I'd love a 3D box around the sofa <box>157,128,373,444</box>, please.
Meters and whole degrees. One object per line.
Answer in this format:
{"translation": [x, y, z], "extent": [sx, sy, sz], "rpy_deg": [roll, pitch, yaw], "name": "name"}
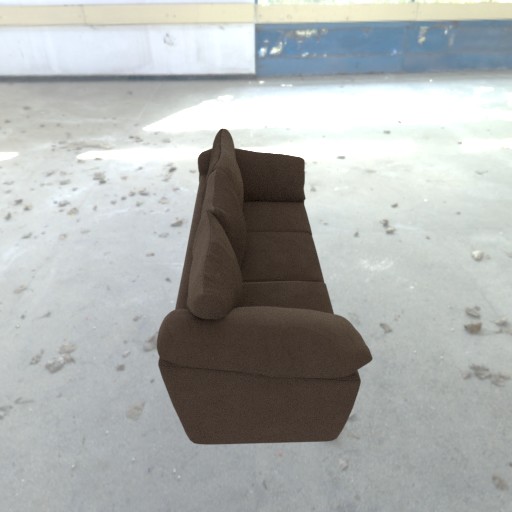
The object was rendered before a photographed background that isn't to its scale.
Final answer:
{"translation": [0.000, 0.000, 2.860], "extent": [0.878, 1.015, 2.336], "rpy_deg": [-1, 33, -1], "name": "sofa"}
